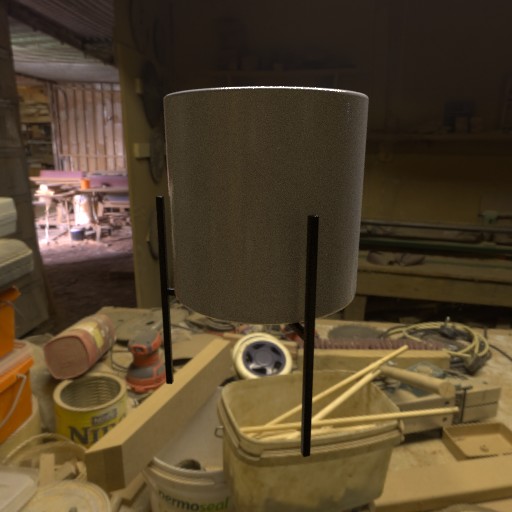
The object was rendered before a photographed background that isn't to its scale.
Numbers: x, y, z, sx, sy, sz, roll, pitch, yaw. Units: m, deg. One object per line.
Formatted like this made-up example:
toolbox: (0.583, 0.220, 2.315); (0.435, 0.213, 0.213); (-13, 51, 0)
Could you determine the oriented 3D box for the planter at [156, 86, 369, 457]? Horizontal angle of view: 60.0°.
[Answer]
planter: (0.000, 0.000, 0.528); (0.239, 0.356, 0.239); (2, 15, 8)
